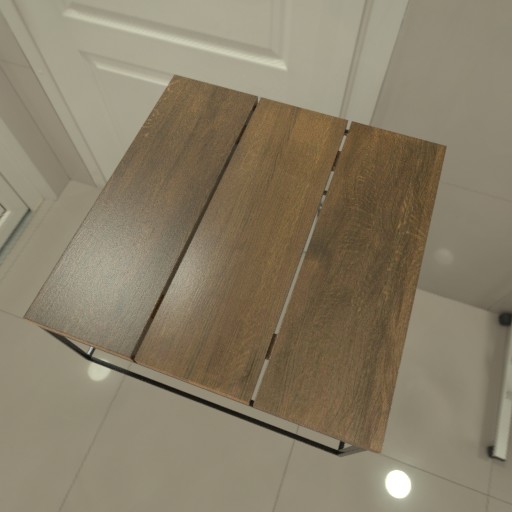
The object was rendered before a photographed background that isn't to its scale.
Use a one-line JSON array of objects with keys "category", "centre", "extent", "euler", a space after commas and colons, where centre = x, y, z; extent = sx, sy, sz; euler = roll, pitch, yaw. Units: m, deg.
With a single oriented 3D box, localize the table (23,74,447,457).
[{"category": "table", "centre": [0.000, 0.000, 1.393], "extent": [0.900, 0.400, 0.900], "euler": [18, 65, 9]}]
